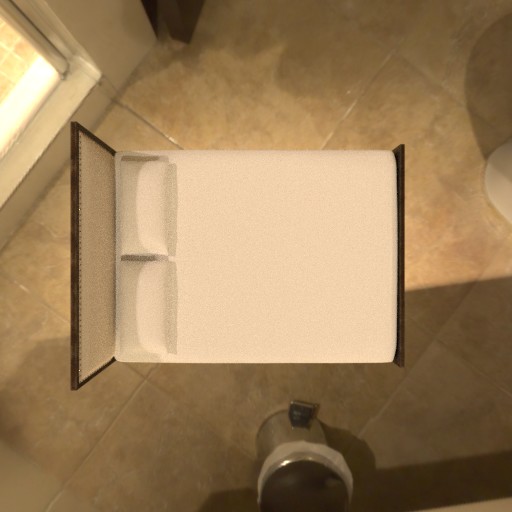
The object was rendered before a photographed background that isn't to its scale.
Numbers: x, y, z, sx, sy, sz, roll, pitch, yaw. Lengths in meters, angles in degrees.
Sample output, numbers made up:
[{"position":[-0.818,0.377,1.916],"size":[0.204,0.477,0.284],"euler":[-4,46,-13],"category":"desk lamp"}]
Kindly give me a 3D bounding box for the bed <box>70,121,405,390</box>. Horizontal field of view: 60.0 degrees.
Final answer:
[{"position":[0.000,0.000,3.305],"size":[2.221,1.313,1.607],"euler":[0,90,0],"category":"bed"}]
